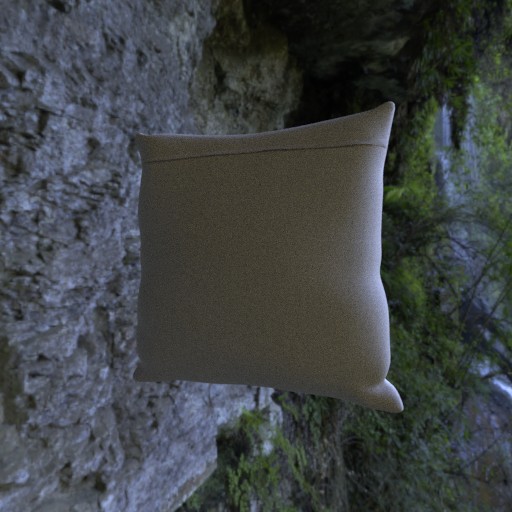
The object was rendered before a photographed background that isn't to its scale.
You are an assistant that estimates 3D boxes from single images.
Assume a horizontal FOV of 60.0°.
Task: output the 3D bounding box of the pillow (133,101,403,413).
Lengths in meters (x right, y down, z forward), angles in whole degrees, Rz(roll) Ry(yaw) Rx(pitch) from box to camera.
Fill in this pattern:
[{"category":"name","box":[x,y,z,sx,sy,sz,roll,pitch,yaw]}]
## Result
[{"category":"pillow","box":[0.000,0.000,0.699,0.440,0.441,0.182,0,0,19]}]
